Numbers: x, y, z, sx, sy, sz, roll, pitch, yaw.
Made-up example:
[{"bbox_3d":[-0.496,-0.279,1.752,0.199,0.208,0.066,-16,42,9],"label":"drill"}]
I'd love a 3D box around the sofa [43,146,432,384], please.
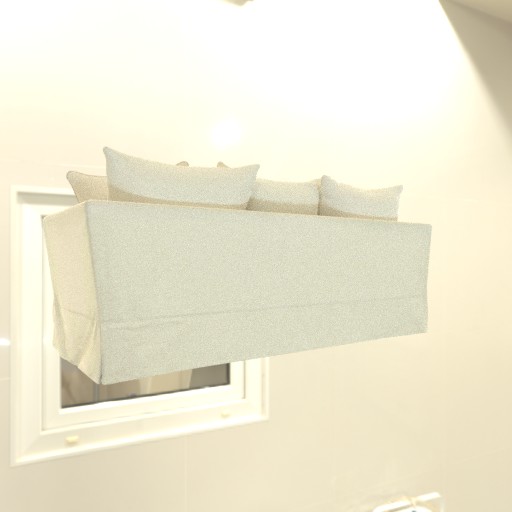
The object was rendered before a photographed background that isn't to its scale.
[{"bbox_3d":[0.000,0.000,2.778,2.290,1.034,1.031,0,0,-35],"label":"sofa"}]
